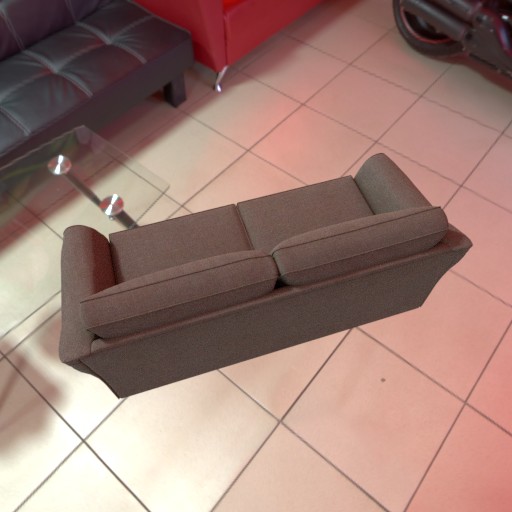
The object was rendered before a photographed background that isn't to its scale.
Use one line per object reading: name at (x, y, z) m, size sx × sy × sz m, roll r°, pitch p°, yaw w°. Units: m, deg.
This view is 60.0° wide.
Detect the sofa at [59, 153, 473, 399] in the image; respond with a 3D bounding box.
sofa at (0.000, 0.000, 2.769) m, size 2.270 × 0.906 × 0.986 m, roll -15°, pitch 58°, yaw -10°
